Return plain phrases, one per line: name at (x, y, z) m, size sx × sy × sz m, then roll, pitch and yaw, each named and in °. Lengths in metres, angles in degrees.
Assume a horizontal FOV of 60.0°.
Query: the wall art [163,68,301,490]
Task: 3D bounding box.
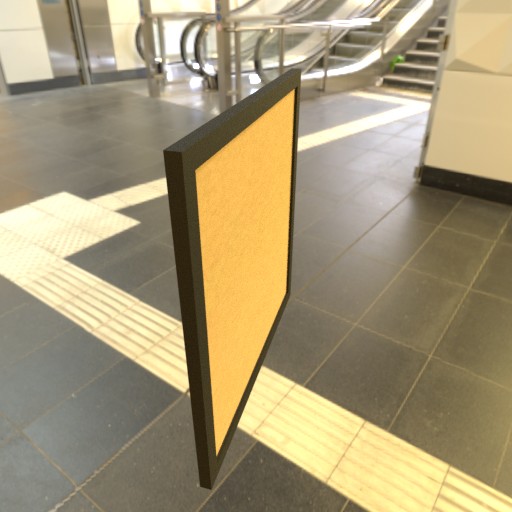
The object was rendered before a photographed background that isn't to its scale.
wall art at (0.000, 0.000, 0.512) m, size 0.013 × 0.356 × 0.356 m, roll 9°, pitch 32°, yaw 15°
